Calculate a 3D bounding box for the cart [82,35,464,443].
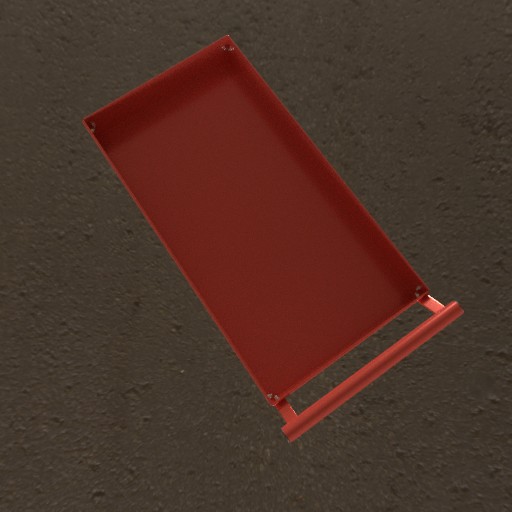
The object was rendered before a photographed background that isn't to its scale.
[{"bbox_3d":[0.000,0.000,1.169,0.366,0.780,0.719,-34,79,-8],"label":"cart"}]
